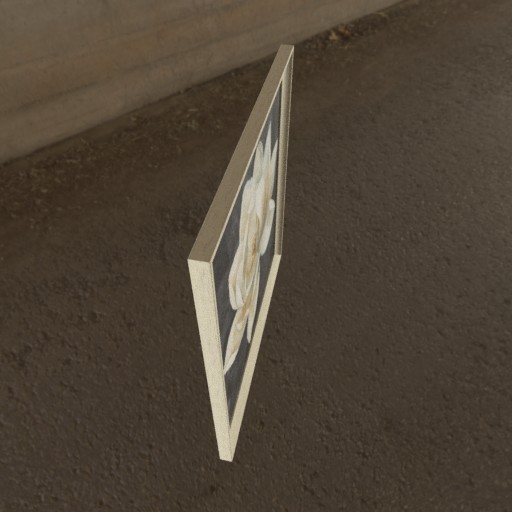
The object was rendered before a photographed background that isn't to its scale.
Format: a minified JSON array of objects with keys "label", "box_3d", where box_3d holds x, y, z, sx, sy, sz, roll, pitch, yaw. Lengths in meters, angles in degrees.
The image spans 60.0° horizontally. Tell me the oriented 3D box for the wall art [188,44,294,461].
[{"label":"wall art","box_3d":[0.000,0.000,1.516,0.045,1.016,1.016,9,47,8]}]
